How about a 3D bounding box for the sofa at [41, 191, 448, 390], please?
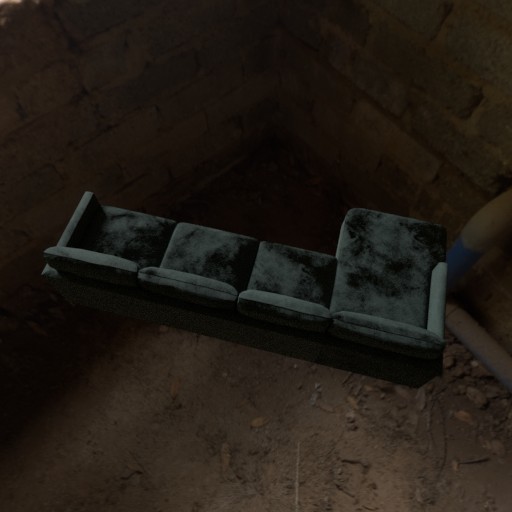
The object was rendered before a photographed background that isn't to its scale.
[{"bbox_3d":[0.000,0.000,4.111,3.400,0.967,1.500,13,63,7],"label":"sofa"}]
